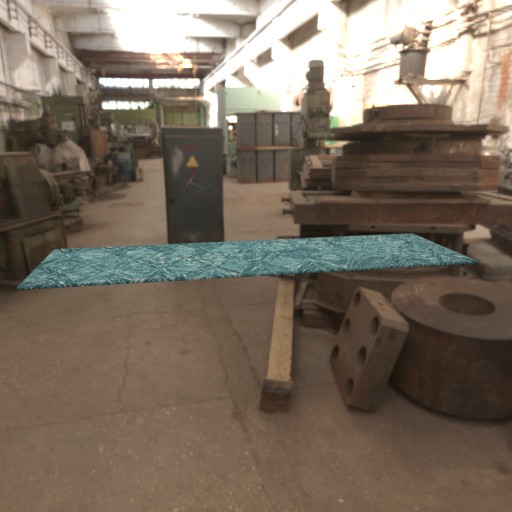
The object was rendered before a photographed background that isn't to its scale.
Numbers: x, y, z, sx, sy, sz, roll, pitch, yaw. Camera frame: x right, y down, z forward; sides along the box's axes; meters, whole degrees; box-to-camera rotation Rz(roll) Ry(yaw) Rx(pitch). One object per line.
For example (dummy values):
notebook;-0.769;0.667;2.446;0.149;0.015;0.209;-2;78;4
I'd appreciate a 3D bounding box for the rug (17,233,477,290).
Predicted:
rug;0.000;0.000;2.486;2.286;0.016;0.676;-3;16;-10
